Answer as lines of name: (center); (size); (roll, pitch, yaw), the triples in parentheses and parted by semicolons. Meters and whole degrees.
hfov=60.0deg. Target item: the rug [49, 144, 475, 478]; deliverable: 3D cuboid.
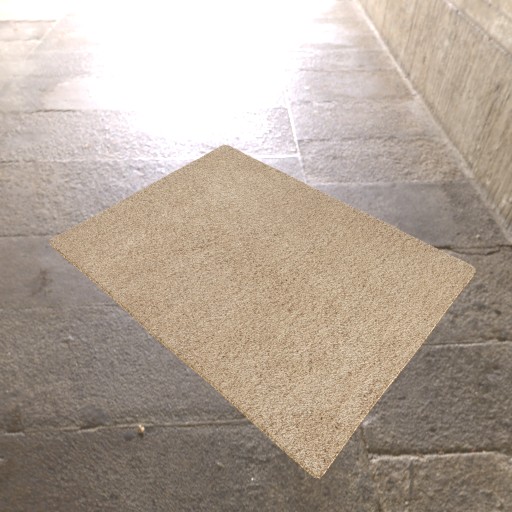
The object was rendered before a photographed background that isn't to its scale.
rug: (0.000, 0.000, 2.056); (1.600, 0.025, 1.199); (32, 53, 28)
